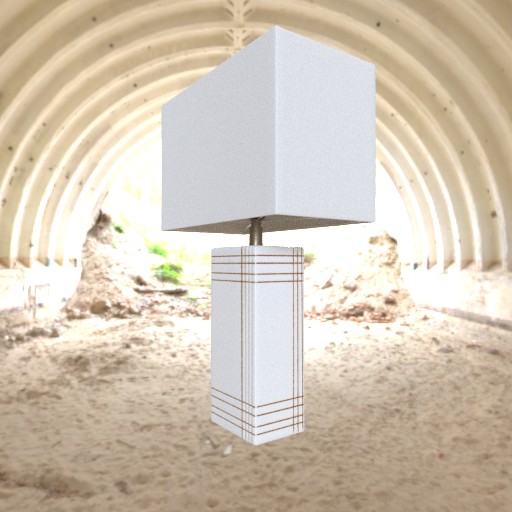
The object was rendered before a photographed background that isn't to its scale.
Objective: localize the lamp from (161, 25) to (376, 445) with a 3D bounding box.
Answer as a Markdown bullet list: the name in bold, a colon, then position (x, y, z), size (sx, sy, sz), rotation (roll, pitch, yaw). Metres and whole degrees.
- **lamp**: position (0.000, 0.000, 0.709), size (0.182, 0.543, 0.334), rotation (1, -1, -36)
